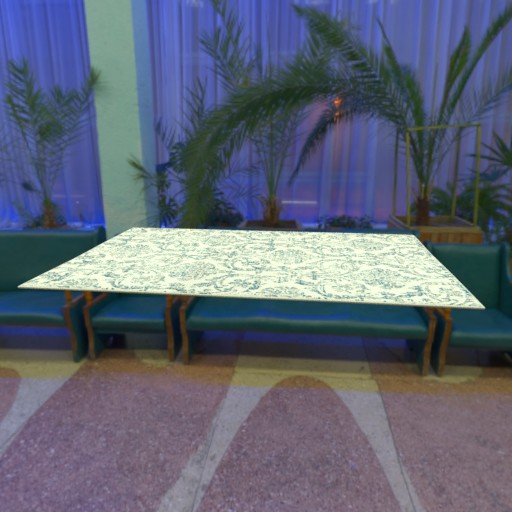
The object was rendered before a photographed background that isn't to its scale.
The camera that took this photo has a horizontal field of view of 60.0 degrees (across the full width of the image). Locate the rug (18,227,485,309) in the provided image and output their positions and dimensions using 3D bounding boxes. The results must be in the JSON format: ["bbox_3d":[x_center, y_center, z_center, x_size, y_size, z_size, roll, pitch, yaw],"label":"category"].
[{"bbox_3d":[0.000,0.000,3.445,2.746,0.018,1.819,2,15,7],"label":"rug"}]
